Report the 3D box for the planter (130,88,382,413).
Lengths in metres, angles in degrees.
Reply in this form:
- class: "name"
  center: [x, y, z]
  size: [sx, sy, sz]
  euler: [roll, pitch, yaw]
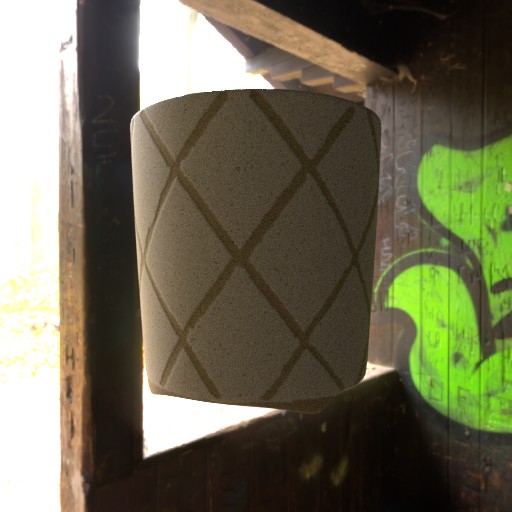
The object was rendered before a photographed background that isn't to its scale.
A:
- class: "planter"
  center: [0.000, 0.000, 0.419]
  size: [0.228, 0.235, 0.228]
  euler: [0, 1, 0]
